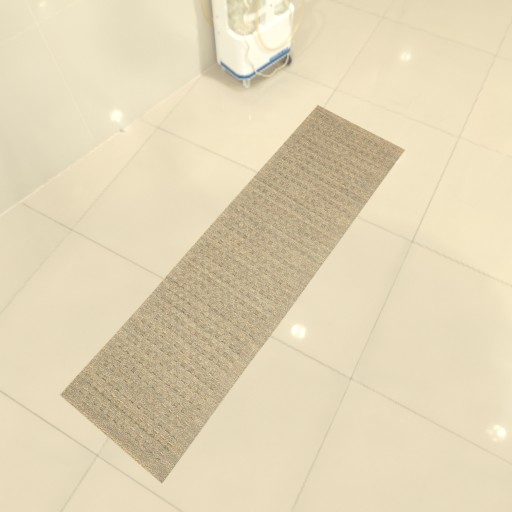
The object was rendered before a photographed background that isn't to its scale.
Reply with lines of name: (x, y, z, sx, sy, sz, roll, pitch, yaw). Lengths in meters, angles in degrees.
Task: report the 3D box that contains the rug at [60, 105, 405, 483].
rug: (0.000, 0.000, 2.594, 0.688, 0.005, 2.437, 33, 68, 15)
